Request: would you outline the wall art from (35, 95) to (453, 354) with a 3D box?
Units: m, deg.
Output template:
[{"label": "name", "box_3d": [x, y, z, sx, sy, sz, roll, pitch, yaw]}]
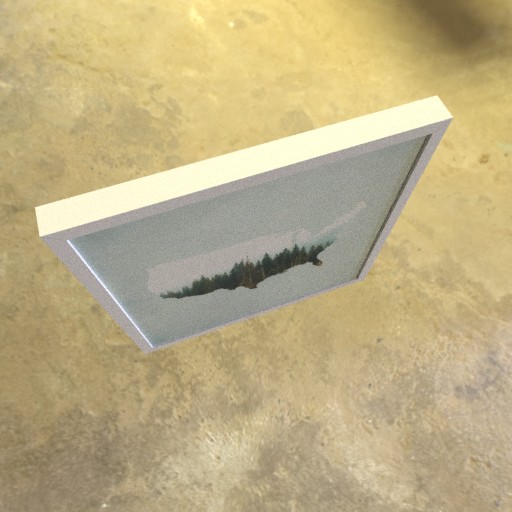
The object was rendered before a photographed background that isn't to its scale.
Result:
[{"label": "wall art", "box_3d": [0.000, 0.000, 0.751, 0.509, 0.509, 0.040, -18, 65, -9]}]
